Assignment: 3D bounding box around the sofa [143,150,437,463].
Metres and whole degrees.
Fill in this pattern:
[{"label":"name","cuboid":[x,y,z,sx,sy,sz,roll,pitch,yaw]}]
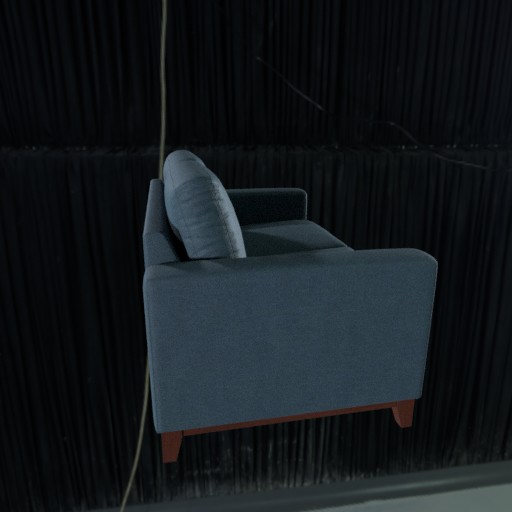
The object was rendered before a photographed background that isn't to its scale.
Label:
[{"label":"sofa","cuboid":[0.000,0.000,2.064,0.955,0.903,1.489,-4,18,-11]}]
